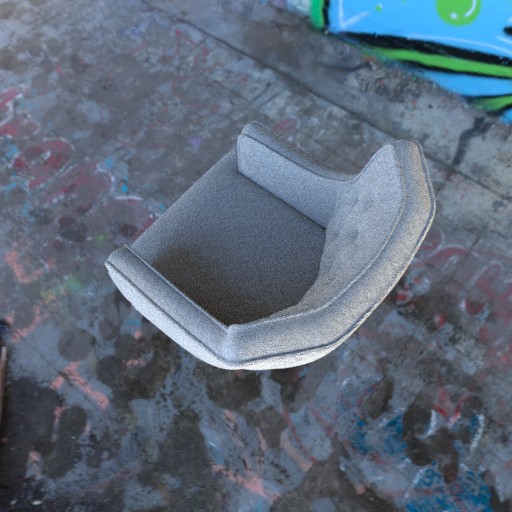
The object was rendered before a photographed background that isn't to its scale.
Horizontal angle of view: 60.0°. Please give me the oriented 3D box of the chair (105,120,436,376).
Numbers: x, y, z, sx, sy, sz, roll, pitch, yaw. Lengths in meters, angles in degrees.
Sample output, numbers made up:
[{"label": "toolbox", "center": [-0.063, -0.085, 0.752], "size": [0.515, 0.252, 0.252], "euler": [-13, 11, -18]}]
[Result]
[{"label": "chair", "center": [0.000, 0.000, 1.643], "size": [0.910, 0.920, 0.820], "euler": [35, 68, 16]}]
